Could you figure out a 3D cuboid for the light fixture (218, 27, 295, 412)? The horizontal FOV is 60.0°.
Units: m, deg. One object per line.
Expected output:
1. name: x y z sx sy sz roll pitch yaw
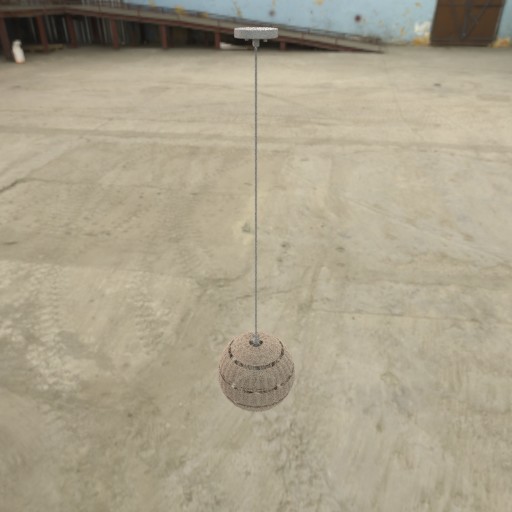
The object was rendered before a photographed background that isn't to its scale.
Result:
1. light fixture: 0.000 0.000 2.209 0.457 2.019 0.457 22 37 33
